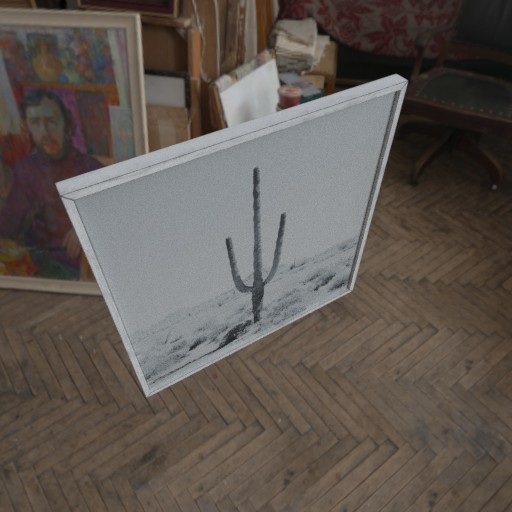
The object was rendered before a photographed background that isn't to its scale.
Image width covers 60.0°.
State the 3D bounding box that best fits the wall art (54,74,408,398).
[{"bbox_3d":[0.000,0.000,1.143,0.762,0.762,0.038,-24,52,-20],"label":"wall art"}]
